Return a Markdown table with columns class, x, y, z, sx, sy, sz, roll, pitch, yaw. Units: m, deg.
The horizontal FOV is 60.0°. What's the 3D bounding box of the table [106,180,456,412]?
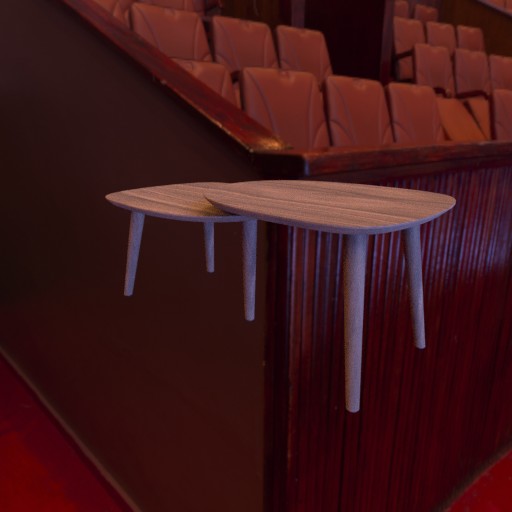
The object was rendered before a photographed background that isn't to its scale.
| class | x | y | z | sx | sy | sz | roll | pitch | yaw |
| --- | --- | --- | --- | --- | --- | --- | --- | --- | --- |
| table | 0.000 | 0.000 | 1.368 | 1.084 | 0.429 | 0.527 | 16 | 24 | 42 |
